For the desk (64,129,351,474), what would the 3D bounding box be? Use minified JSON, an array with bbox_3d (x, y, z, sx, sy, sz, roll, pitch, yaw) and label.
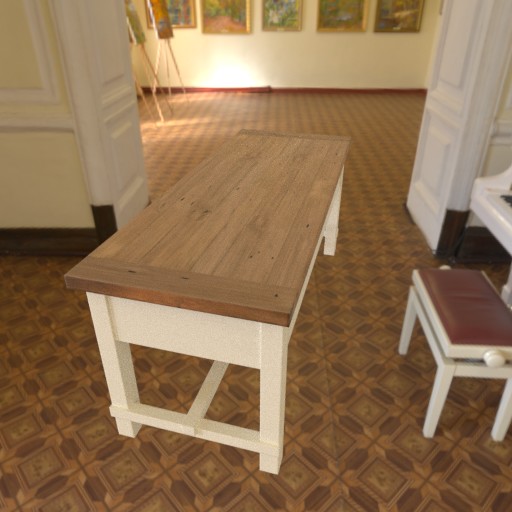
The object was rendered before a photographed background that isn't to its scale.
[{"bbox_3d":[0.000,0.000,2.186,0.688,0.762,1.803,8,31,13],"label":"desk"}]
